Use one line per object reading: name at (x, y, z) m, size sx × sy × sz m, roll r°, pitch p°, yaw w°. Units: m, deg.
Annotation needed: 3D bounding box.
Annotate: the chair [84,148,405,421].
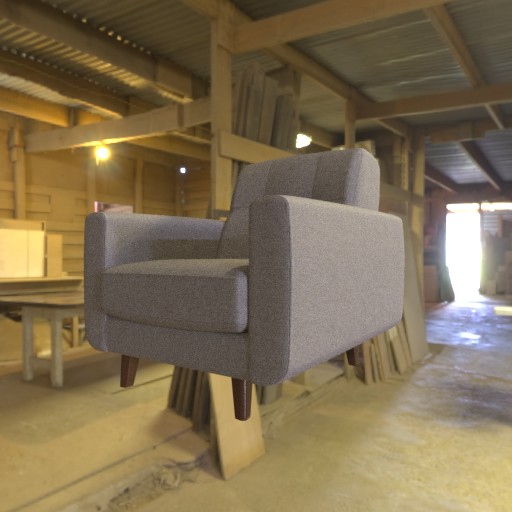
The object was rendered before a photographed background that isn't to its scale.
chair at (0.000, 0.000, 1.597) m, size 0.831 × 0.839 × 0.907 m, roll 0°, pitch 0°, yaw 36°
